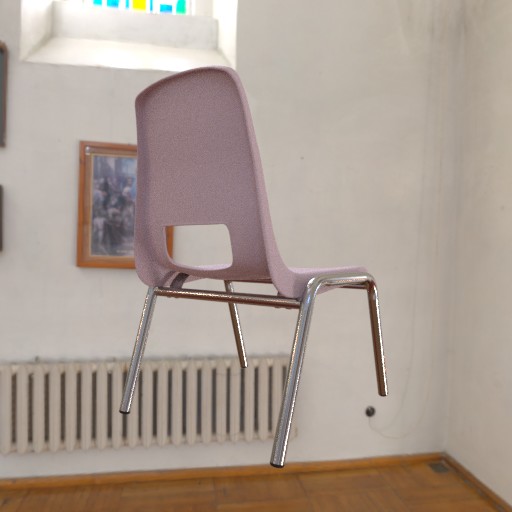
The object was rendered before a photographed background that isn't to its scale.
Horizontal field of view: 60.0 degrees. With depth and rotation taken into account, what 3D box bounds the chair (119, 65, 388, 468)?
[{"bbox_3d":[0.000,0.000,0.791,0.354,0.536,0.385,1,2,36],"label":"chair"}]
